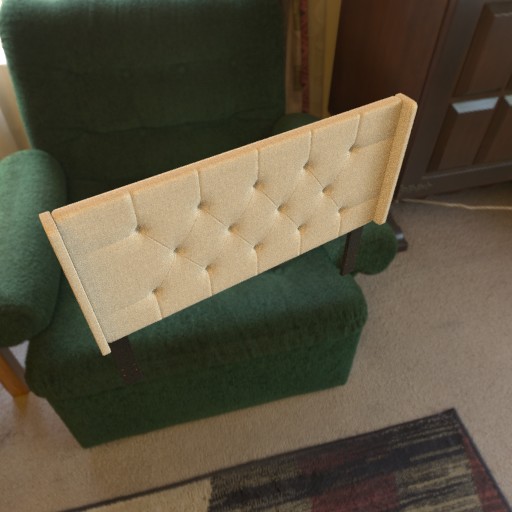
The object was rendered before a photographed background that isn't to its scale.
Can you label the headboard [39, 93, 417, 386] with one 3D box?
[{"bbox_3d":[0.000,0.000,2.720,2.051,1.524,0.184,-24,51,-22],"label":"headboard"}]
